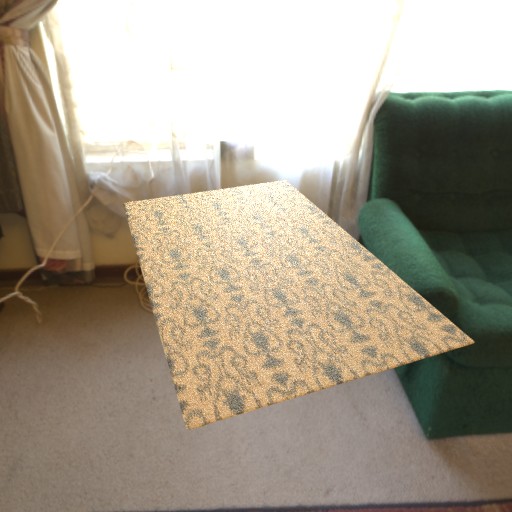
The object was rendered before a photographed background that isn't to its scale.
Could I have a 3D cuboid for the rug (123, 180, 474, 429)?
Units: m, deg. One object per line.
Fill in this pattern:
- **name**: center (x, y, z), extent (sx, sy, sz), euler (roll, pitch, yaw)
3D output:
- **rug**: center (0.000, 0.000, 2.068), extent (1.035, 0.006, 1.652), euler (-11, 33, -17)
